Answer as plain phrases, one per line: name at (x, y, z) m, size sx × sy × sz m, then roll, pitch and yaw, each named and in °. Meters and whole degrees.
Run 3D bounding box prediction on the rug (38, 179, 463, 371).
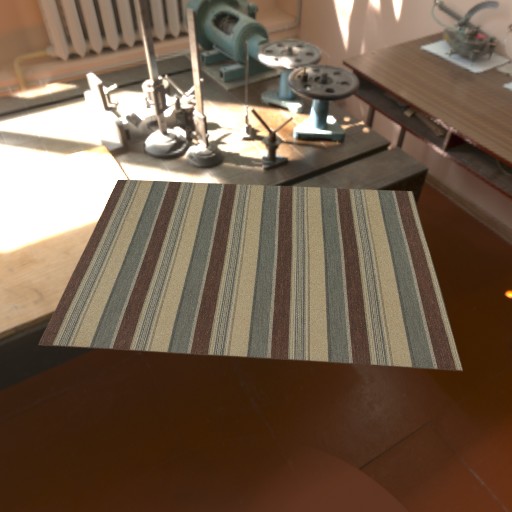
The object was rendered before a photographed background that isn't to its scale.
rug at (0.000, 0.000, 2.321) m, size 1.829 × 0.008 × 1.219 m, roll 3°, pitch 46°, yaw 3°
